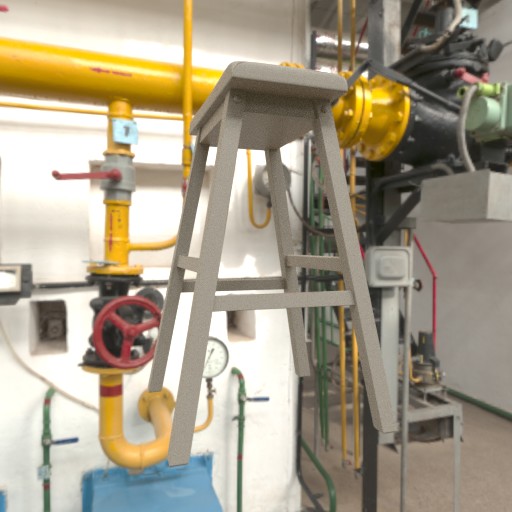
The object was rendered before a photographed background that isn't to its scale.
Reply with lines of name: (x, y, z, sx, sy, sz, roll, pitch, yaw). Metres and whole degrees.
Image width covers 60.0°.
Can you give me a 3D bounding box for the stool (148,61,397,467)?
stool: (0.000, 0.000, 1.069, 0.476, 0.737, 0.457, 0, 1, -18)
